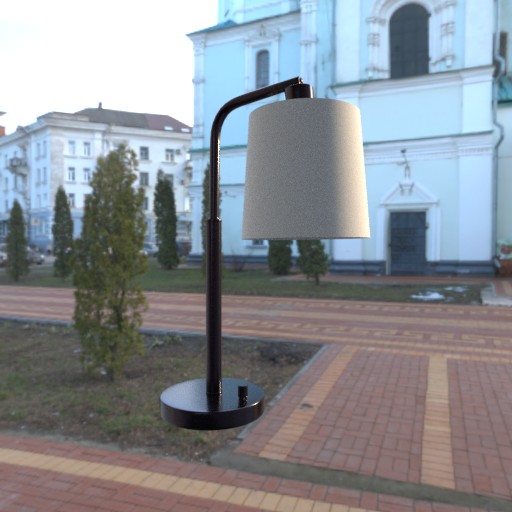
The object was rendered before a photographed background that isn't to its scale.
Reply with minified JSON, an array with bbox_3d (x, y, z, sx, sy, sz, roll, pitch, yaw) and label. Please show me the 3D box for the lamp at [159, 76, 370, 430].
[{"bbox_3d":[0.000,0.000,0.647,0.333,0.489,0.171,1,2,35],"label":"lamp"}]
